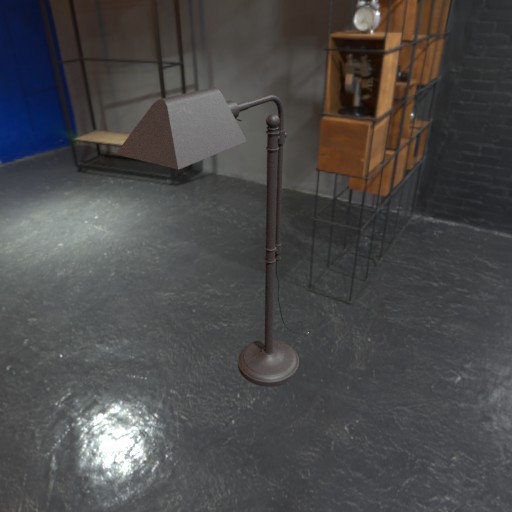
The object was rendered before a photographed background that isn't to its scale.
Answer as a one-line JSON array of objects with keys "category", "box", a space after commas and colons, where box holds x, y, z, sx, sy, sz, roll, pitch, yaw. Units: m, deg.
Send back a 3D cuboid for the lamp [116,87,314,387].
[{"category": "lamp", "box": [0.000, 0.000, 0.939, 0.159, 0.708, 0.545, 18, 35, 29]}]
